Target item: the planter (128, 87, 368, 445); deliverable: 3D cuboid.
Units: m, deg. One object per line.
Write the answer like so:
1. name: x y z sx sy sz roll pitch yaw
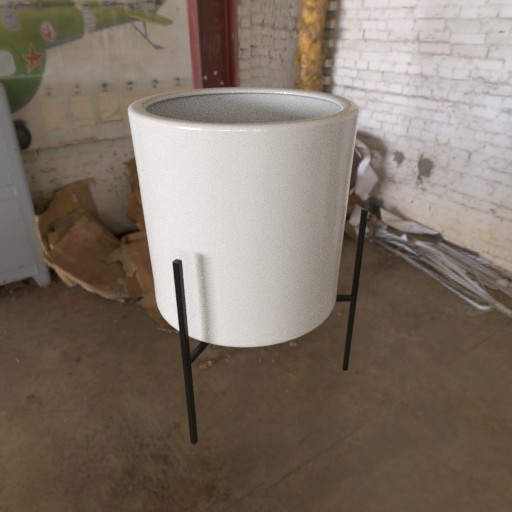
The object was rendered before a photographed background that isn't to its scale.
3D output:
1. planter: 0.000 0.000 0.647 0.308 0.431 0.307 0 28 1
